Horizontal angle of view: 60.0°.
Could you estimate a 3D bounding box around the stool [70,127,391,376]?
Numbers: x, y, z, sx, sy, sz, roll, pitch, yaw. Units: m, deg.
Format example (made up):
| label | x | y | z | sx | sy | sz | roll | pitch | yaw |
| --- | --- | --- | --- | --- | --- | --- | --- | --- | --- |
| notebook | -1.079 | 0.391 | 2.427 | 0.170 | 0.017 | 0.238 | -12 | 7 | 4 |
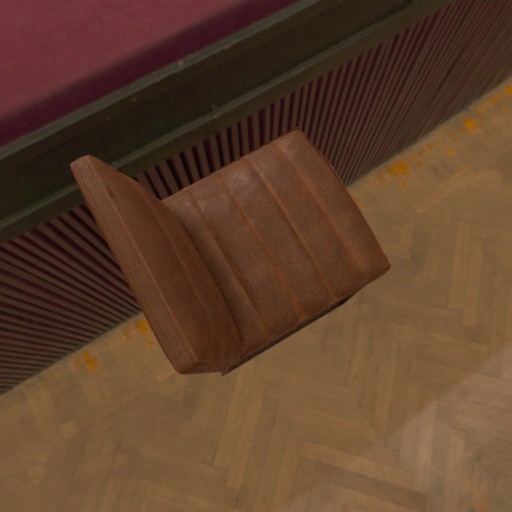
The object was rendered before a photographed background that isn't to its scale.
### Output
| label | x | y | z | sx | sy | sz | roll | pitch | yaw |
| --- | --- | --- | --- | --- | --- | --- | --- | --- | --- |
| stool | 0.000 | 0.000 | 1.239 | 0.562 | 0.942 | 0.463 | -29 | 77 | -8 |
